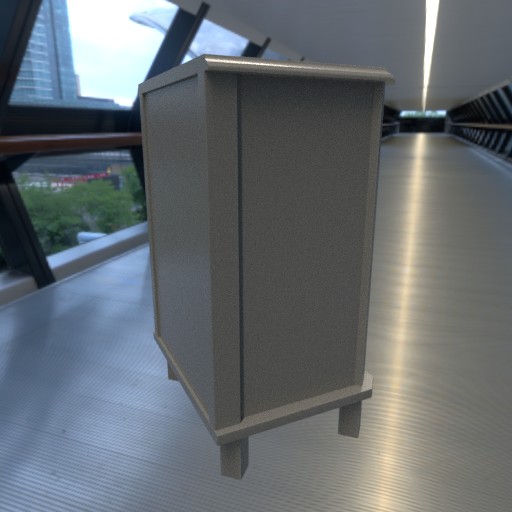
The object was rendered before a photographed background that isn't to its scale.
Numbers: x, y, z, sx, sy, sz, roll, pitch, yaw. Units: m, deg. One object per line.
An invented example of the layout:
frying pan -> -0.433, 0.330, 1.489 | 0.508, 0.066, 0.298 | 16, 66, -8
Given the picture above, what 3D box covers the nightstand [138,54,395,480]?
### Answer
nightstand -> 0.000, 0.000, 0.908 | 0.348, 0.680, 0.435 | -7, 17, -25
